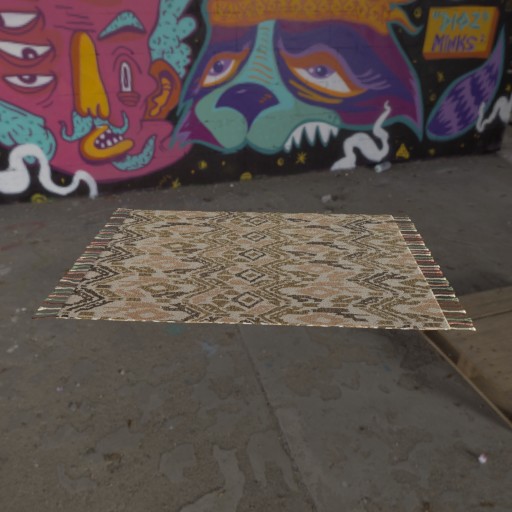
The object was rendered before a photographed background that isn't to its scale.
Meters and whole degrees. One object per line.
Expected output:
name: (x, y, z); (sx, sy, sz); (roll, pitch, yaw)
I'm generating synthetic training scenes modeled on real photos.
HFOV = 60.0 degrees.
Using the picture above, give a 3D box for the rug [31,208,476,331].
rug: (0.000, 0.000, 3.053); (2.438, 0.008, 1.524); (1, 30, 2)
